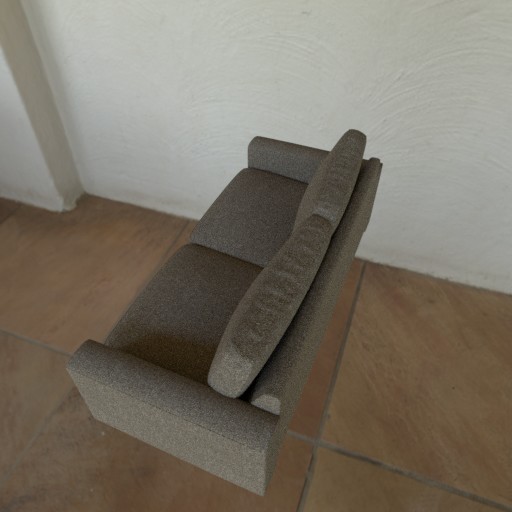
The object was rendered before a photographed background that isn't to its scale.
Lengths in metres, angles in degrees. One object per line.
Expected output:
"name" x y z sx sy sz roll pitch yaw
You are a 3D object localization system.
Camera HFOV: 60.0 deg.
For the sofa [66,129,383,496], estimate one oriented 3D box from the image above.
"sofa" 0.000 0.000 2.631 1.016 0.873 2.179 17 48 16
